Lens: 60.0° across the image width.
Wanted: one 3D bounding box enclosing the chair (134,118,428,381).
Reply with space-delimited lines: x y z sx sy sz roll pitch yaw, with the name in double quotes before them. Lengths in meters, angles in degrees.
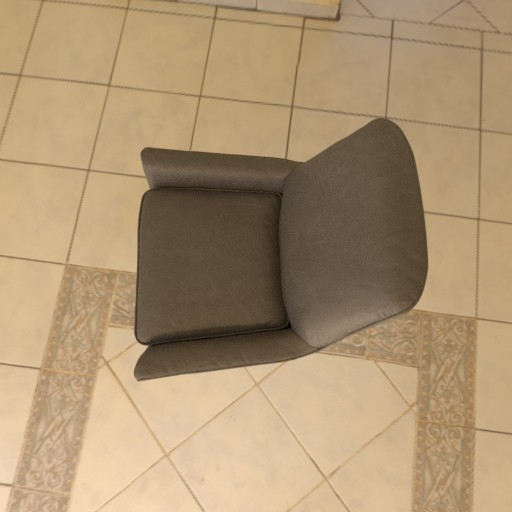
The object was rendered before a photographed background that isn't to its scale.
"chair" 0.000 0.000 1.492 0.822 0.888 0.787 -2 76 0
